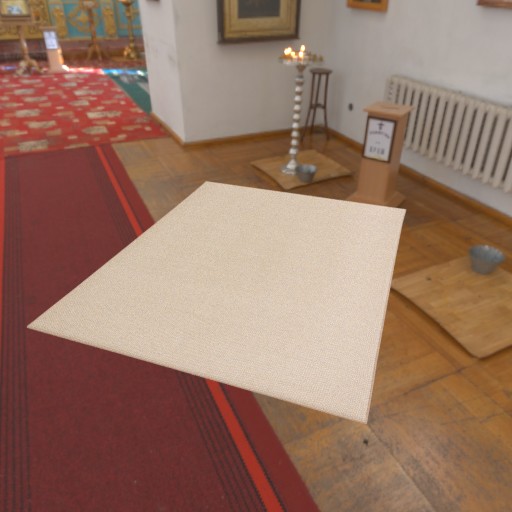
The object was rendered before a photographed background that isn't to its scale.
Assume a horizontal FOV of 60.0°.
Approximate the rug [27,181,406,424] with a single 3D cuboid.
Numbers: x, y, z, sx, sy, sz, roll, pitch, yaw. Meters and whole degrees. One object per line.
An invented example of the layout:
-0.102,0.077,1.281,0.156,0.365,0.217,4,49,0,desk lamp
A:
0.000,0.000,4.082,2.462,0.018,3.039,11,33,17,rug
